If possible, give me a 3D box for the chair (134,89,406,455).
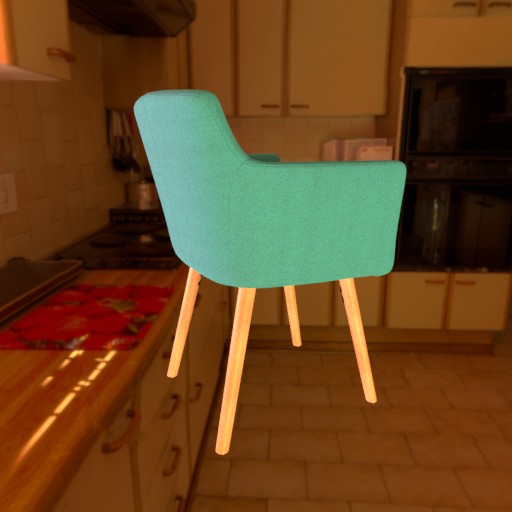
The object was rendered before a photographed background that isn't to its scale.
[{"bbox_3d":[0.000,0.000,1.150,0.540,0.780,0.570,-7,16,-26],"label":"chair"}]
